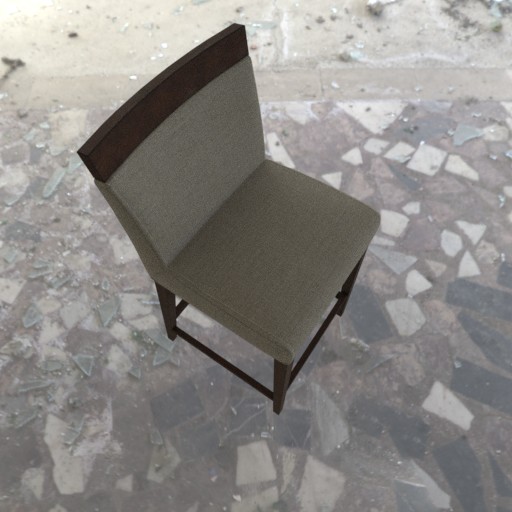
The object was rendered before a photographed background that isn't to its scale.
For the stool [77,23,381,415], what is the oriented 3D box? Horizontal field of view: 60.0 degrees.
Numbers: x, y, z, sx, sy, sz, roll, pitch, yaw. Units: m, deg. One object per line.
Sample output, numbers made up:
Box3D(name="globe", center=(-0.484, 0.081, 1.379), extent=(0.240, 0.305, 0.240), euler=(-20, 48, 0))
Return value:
Box3D(name="stool", center=(0.000, 0.000, 1.296), extent=(0.531, 1.009, 0.512), euler=(30, 63, 17))
